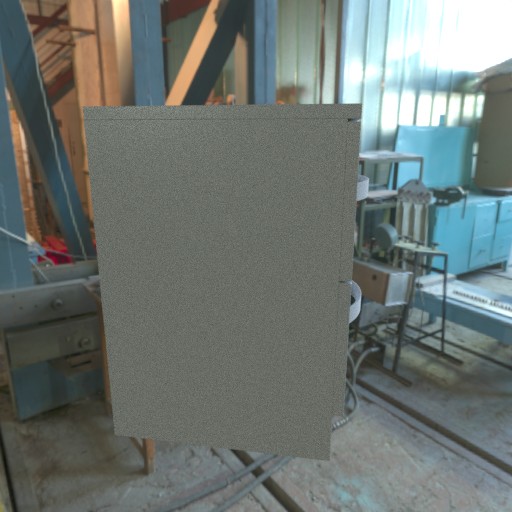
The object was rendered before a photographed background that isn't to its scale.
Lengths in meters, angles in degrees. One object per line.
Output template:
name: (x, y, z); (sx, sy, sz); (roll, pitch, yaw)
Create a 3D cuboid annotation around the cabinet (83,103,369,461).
cabinet: (0.000, 0.000, 0.763); (0.360, 0.470, 0.400); (3, 16, 10)
